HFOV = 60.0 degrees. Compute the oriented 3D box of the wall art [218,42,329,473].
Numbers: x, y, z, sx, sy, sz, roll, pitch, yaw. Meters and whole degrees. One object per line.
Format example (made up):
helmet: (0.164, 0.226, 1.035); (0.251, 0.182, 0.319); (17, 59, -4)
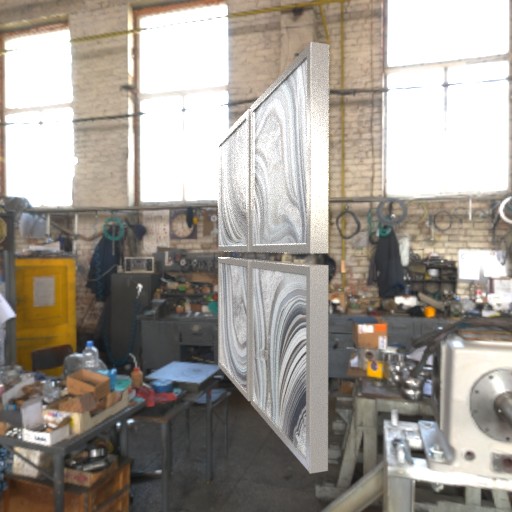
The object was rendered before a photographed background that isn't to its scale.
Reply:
wall art: (0.000, 0.000, 0.923); (0.029, 0.611, 0.611); (0, 1, -17)
